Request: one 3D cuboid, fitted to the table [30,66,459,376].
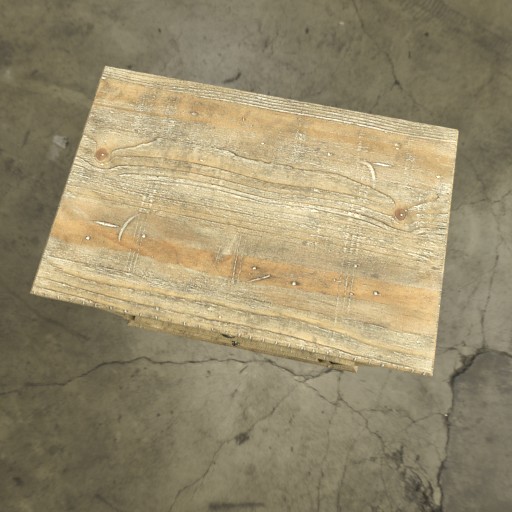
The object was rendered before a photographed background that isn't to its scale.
[{"bbox_3d":[0.000,0.000,1.123,0.686,0.711,0.457,11,77,3],"label":"table"}]
